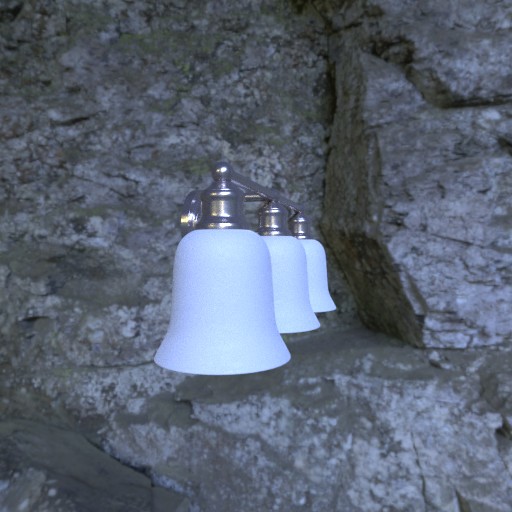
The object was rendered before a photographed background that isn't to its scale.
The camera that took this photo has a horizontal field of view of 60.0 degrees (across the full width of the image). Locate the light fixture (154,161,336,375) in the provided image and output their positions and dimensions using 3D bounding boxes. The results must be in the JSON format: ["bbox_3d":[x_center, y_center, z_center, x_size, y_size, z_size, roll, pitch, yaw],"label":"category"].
[{"bbox_3d":[0.000,0.000,0.686,0.198,0.211,0.570,0,1,17],"label":"light fixture"}]
